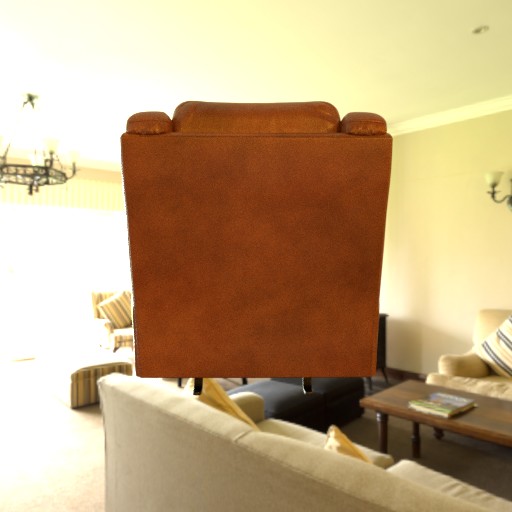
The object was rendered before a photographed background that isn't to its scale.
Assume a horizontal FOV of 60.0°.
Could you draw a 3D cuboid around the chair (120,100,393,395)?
[{"bbox_3d":[0.000,0.000,1.971,0.990,1.093,1.041,0,0,-1],"label":"chair"}]
